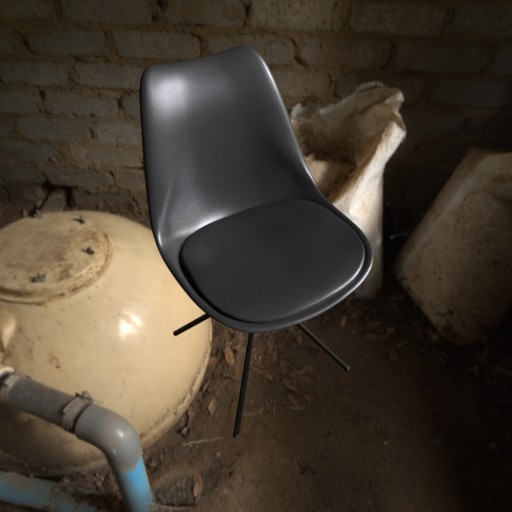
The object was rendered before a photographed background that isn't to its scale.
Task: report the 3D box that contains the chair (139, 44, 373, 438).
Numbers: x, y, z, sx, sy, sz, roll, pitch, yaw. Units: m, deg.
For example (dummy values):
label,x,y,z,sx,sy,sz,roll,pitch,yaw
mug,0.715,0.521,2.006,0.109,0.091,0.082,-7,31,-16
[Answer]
label,x,y,z,sx,sy,sz,roll,pitch,yaw
chair,0.000,0.000,1.138,0.461,0.850,0.525,-24,50,-22
